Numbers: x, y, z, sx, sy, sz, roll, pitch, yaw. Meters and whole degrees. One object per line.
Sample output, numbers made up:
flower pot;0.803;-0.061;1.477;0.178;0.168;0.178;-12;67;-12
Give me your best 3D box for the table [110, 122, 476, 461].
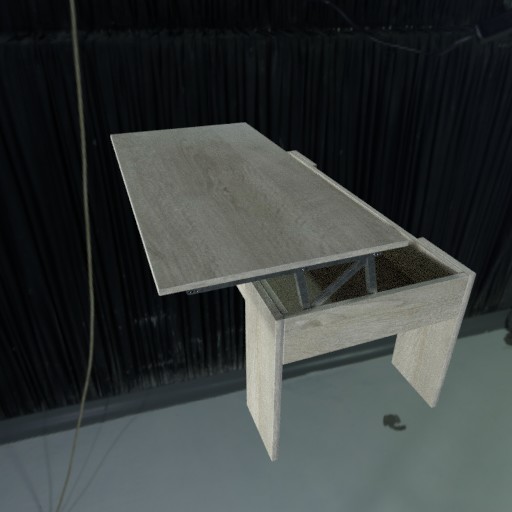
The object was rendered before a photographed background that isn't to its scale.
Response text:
table;0.000;0.000;1.386;0.711;0.570;1.000;-11;32;-17
